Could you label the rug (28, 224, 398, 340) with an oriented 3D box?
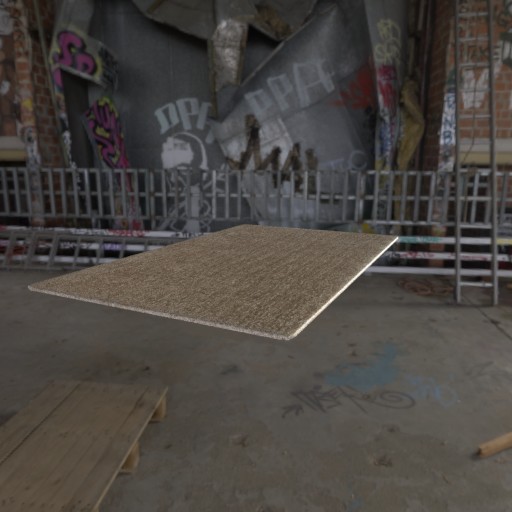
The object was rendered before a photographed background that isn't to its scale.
[{"bbox_3d":[0.000,0.000,3.110,1.539,0.024,2.469,6,14,26],"label":"rug"}]
